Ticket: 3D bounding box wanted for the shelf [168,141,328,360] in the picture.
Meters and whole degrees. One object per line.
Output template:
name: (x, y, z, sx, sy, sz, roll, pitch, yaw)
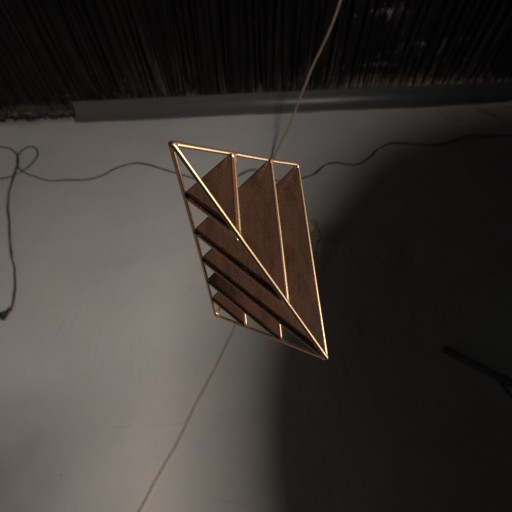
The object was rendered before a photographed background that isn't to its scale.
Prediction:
shelf: (0.000, 0.000, 1.151, 0.294, 0.913, 0.564, -4, 64, -2)
